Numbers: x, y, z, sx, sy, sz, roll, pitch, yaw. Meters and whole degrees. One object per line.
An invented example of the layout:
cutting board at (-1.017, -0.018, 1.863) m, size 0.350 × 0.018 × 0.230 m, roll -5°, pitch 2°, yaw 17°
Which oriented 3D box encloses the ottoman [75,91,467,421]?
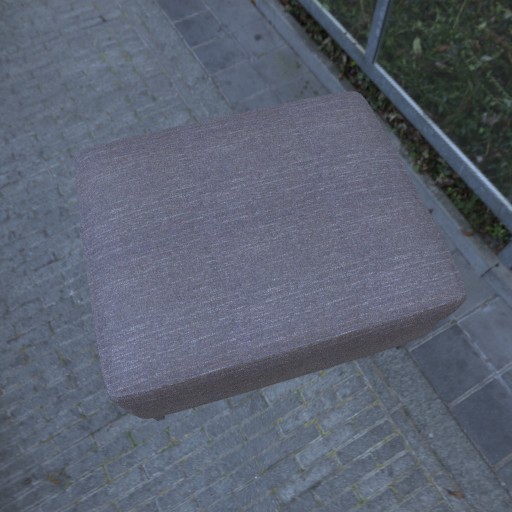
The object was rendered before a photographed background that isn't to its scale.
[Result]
ottoman at (0.000, 0.000, 1.219) m, size 0.820 × 0.490 × 0.671 m, roll -15°, pitch 64°, yaw -7°
